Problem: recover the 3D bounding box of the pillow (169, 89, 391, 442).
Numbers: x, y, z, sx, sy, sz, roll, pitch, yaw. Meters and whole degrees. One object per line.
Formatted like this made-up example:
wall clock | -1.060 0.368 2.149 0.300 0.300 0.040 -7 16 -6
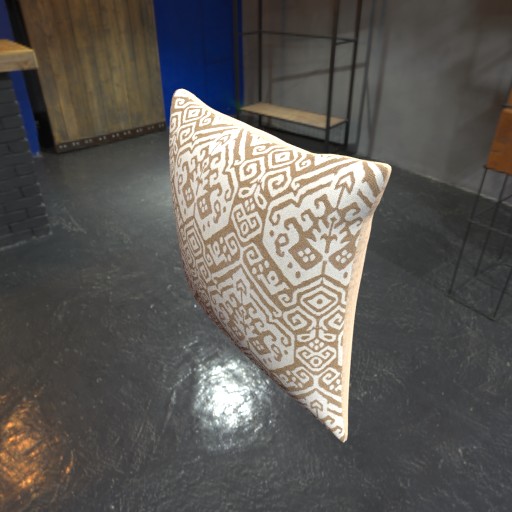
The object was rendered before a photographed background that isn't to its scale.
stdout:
pillow | 0.000 0.000 0.655 0.173 0.407 0.419 -21 38 -30
